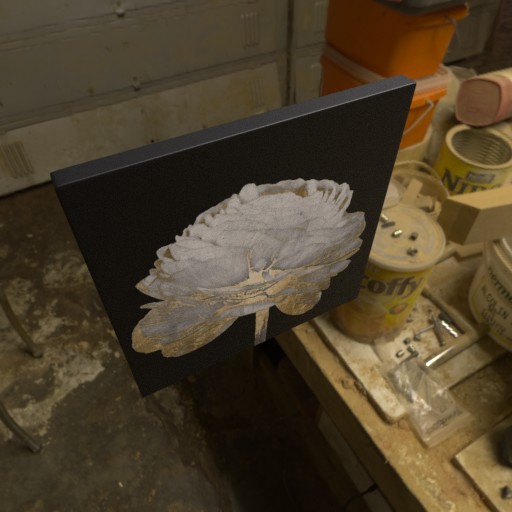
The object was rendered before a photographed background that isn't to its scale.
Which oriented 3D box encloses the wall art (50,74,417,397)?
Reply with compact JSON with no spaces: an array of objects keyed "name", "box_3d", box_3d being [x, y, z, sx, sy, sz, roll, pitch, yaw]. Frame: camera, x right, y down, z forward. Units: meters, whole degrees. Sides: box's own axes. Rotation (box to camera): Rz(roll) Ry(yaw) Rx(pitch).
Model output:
[{"name":"wall art","box_3d":[0.000,0.000,0.902,0.610,0.611,0.043,-22,51,-19]}]
